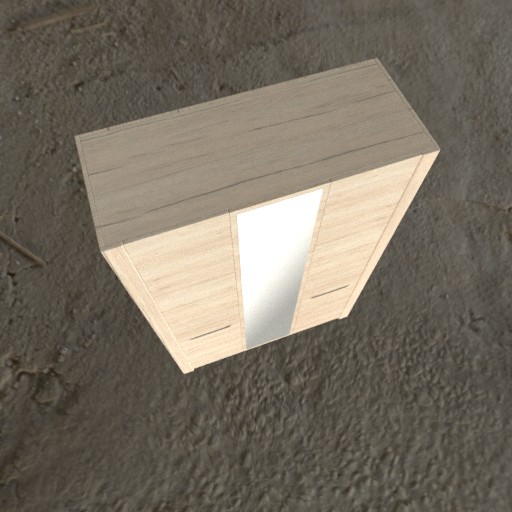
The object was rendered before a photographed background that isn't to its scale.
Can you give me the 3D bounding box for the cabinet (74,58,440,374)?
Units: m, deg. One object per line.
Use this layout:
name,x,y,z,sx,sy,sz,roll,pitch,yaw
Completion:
cabinet,0.000,0.000,2.751,1.400,2.070,0.580,-18,65,-9
